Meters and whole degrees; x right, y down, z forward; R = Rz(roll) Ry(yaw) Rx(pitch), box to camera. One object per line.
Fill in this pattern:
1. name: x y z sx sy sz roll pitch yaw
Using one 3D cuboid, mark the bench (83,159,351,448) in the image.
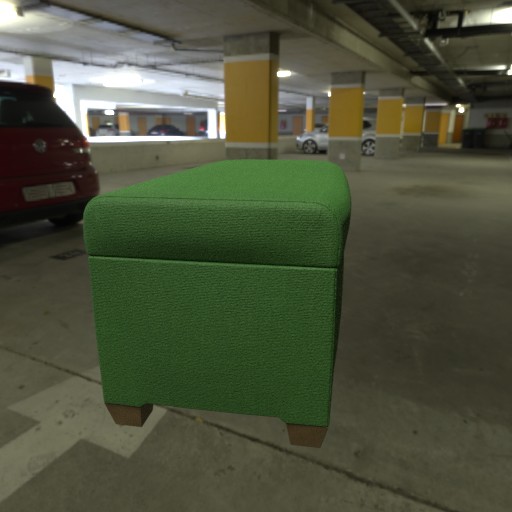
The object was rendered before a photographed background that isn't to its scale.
1. bench: 0.000 0.000 1.272 0.505 0.501 0.989 3 16 9
